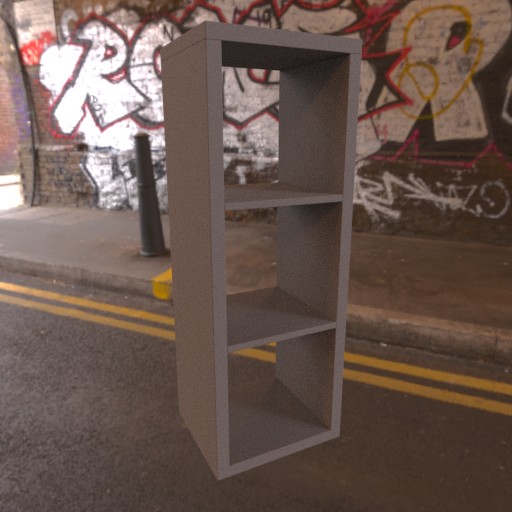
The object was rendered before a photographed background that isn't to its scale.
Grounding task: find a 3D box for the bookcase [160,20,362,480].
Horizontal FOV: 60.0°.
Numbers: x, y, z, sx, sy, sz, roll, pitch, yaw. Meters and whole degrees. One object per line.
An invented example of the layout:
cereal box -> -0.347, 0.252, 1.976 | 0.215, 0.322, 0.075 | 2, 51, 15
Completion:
bookcase -> 0.000, 0.000, 1.232 | 0.390, 1.080, 0.330 | -8, 17, -26
